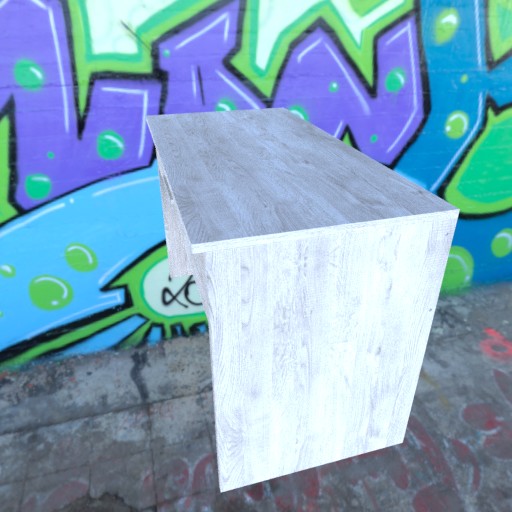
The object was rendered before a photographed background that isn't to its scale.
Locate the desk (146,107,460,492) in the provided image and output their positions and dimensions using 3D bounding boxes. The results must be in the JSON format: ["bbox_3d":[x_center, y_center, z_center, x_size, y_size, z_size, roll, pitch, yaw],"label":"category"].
[{"bbox_3d":[0.000,0.000,1.490,0.560,0.730,1.100,-8,30,-14],"label":"desk"}]
